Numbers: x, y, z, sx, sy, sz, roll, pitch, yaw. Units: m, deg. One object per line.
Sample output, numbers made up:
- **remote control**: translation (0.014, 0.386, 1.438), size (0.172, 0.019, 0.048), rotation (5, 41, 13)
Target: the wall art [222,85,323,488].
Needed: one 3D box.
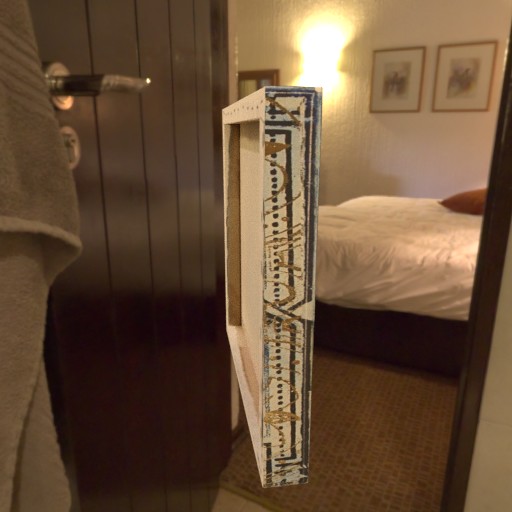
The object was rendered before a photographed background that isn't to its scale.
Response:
- **wall art**: translation (0.000, 0.000, 0.463), size (0.038, 0.306, 0.302), rotation (-3, 16, -9)
